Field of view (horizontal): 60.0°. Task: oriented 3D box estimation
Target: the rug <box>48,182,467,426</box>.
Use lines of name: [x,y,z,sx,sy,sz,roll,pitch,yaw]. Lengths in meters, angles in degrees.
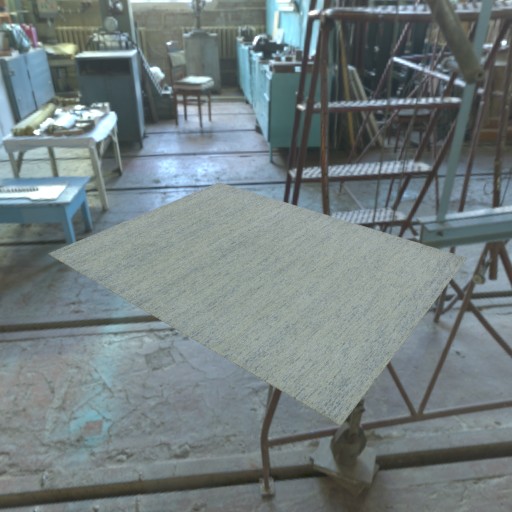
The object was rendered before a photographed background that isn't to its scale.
rug: [0.000,0.000,4.252,3.197,0.006,2.438,22,37,32]
